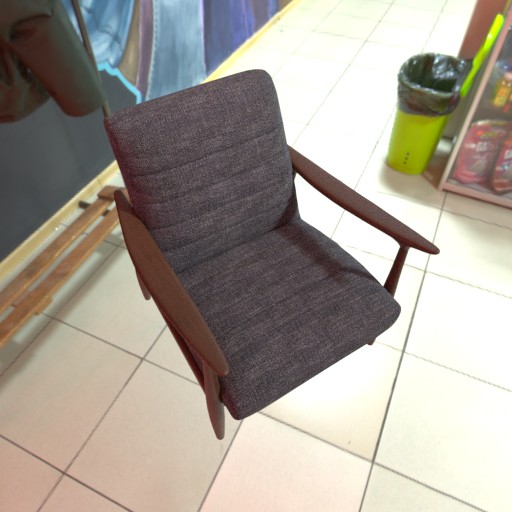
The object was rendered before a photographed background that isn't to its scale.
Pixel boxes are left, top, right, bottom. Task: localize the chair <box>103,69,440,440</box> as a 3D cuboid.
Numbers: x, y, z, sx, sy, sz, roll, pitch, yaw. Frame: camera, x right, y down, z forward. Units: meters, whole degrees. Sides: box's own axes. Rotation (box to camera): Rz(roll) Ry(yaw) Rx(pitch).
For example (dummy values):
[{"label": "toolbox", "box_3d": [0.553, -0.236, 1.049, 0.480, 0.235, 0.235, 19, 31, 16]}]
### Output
[{"label": "chair", "box_3d": [0.000, 0.000, 1.437, 0.741, 0.832, 0.798, -25, 53, -21]}]
